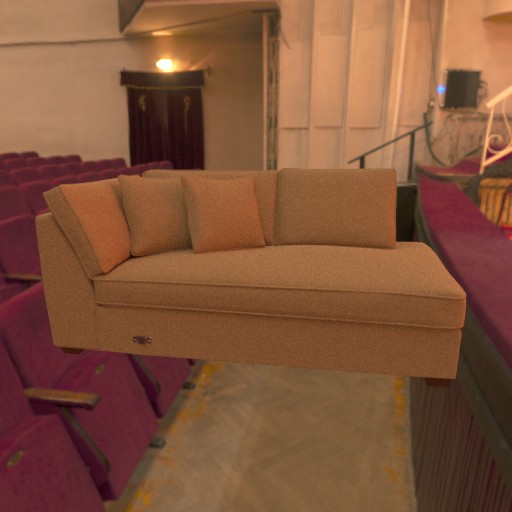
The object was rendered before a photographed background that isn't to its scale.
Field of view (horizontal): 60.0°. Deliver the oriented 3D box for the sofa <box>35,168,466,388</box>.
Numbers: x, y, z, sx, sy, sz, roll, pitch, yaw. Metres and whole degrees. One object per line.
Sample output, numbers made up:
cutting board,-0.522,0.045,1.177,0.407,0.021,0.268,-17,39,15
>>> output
sofa,0.000,0.000,2.748,2.237,1.033,1.110,2,15,9
